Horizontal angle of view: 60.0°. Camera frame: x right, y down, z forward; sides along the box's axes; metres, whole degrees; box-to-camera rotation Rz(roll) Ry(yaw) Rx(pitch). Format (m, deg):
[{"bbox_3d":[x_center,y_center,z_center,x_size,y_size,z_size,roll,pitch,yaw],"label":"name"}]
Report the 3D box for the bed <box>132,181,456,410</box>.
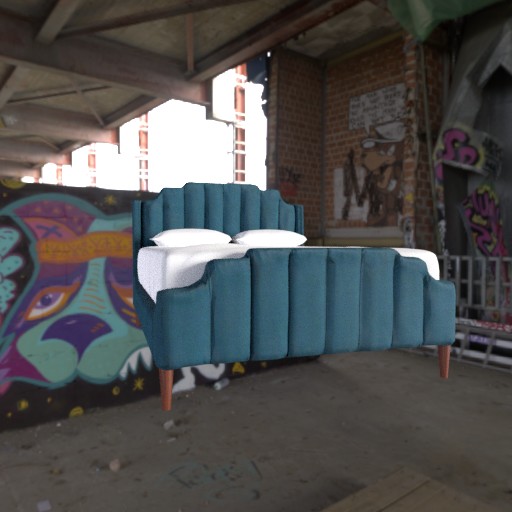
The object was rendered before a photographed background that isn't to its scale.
[{"bbox_3d":[0.000,0.000,3.301,1.676,1.351,2.322,-1,2,-18],"label":"bed"}]
